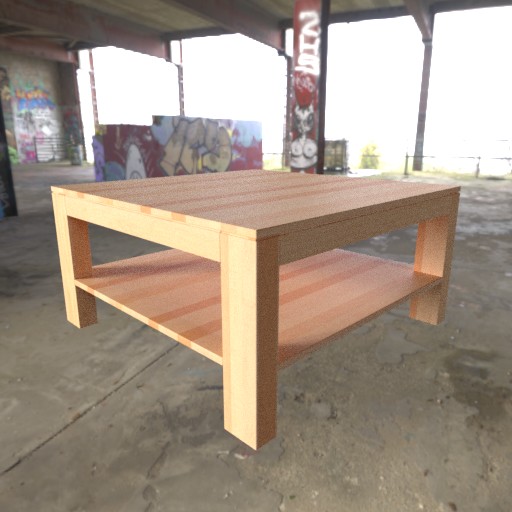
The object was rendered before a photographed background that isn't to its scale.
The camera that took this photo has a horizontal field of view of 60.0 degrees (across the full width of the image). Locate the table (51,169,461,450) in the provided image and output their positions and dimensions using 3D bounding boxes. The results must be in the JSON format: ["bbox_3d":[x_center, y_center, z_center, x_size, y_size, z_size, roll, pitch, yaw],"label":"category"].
[{"bbox_3d":[0.000,0.000,1.436,0.900,0.450,0.900,15,22,43],"label":"table"}]
